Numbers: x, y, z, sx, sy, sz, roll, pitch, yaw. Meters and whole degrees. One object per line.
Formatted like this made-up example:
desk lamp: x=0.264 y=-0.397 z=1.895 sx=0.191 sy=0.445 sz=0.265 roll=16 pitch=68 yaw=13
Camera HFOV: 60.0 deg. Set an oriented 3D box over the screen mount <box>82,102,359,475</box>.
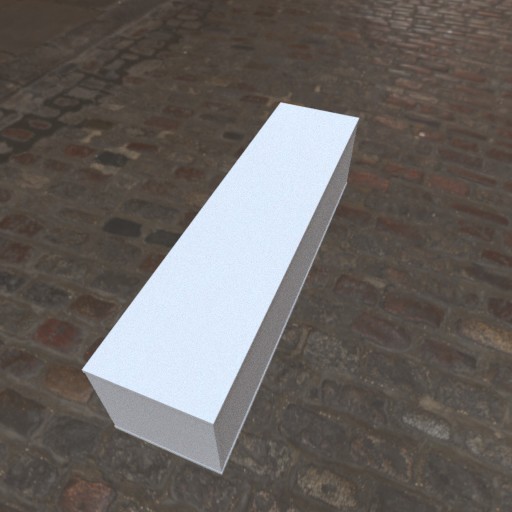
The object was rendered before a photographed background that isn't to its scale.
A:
screen mount: x=0.000 y=0.000 z=1.862 sx=0.418 sy=0.520 sz=1.600 roll=17 pitch=49 yaw=15
